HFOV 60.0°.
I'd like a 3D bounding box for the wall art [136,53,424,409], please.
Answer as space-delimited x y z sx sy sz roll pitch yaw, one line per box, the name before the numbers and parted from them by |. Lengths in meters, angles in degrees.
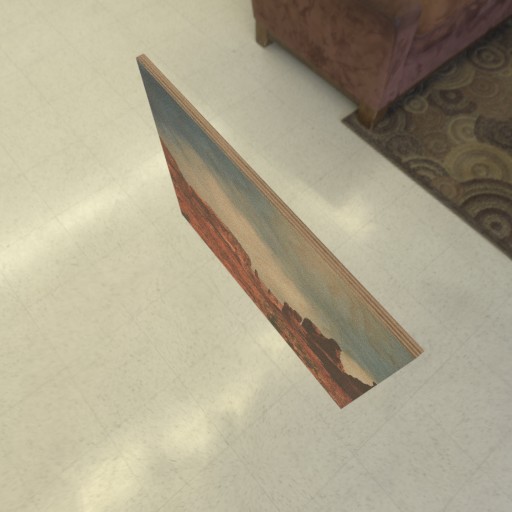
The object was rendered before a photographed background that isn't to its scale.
wall art | 0.000 0.000 0.690 0.013 0.406 0.508 -35 69 -15
